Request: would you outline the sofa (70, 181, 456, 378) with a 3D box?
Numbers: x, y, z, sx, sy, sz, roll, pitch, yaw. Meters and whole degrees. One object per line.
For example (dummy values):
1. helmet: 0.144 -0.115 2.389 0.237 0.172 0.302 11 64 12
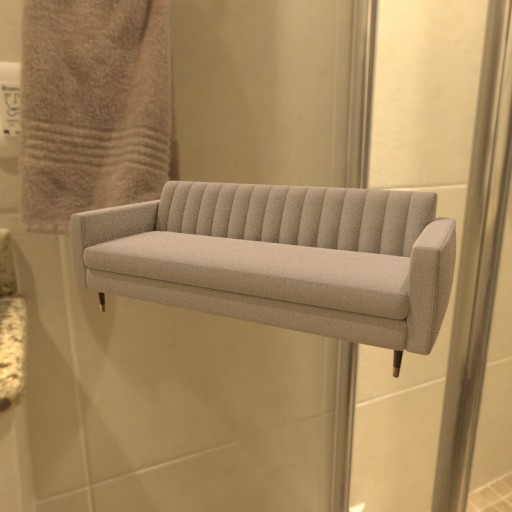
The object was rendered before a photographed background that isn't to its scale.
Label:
1. sofa: 0.000 0.000 2.806 2.291 0.821 0.990 7 16 26
